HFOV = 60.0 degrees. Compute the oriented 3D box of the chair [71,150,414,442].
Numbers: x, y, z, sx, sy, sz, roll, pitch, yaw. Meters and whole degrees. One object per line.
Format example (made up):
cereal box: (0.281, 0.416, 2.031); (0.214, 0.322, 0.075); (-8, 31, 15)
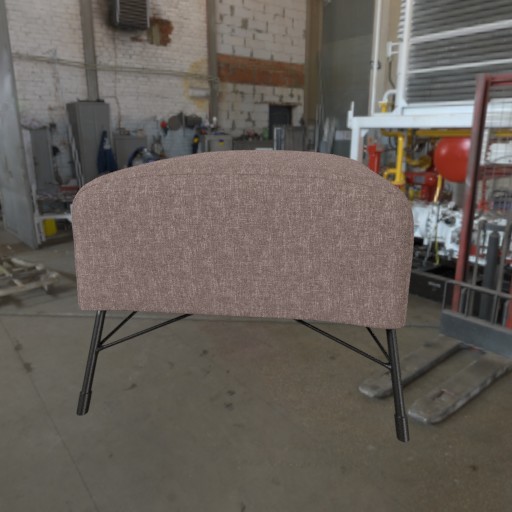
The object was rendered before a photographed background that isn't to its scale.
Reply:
chair: (0.000, 0.000, 0.888); (0.530, 0.410, 0.530); (2, 16, 7)
